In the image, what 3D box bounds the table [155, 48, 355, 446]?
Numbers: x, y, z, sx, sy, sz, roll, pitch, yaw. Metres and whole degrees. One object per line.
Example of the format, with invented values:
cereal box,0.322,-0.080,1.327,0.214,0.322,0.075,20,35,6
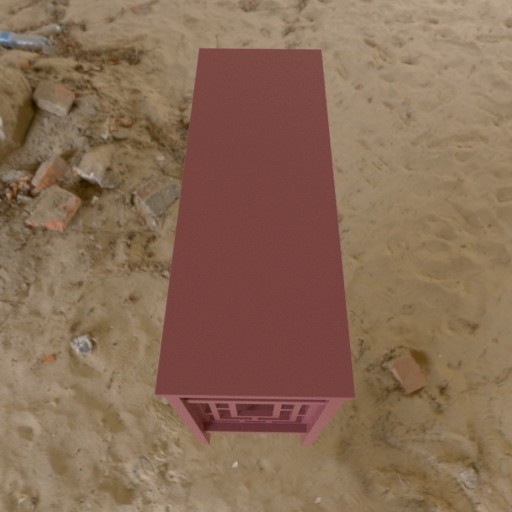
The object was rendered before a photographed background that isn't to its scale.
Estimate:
table,0.000,0.000,1.446,0.397,0.753,1.068,1,60,0
